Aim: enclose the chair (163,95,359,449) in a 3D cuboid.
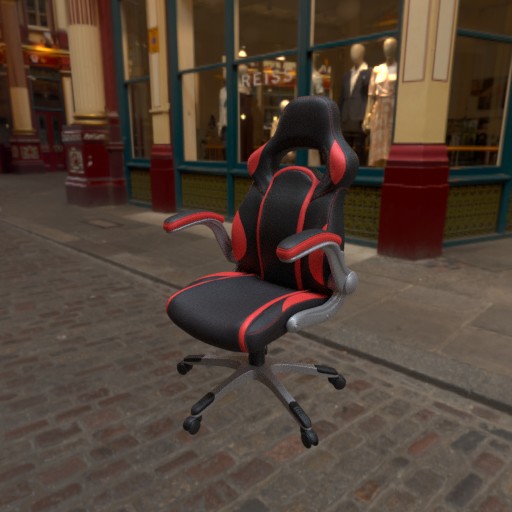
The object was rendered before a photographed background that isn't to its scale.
[{"bbox_3d":[0.000,0.000,1.650,0.758,1.165,0.712,14,20,42],"label":"chair"}]
